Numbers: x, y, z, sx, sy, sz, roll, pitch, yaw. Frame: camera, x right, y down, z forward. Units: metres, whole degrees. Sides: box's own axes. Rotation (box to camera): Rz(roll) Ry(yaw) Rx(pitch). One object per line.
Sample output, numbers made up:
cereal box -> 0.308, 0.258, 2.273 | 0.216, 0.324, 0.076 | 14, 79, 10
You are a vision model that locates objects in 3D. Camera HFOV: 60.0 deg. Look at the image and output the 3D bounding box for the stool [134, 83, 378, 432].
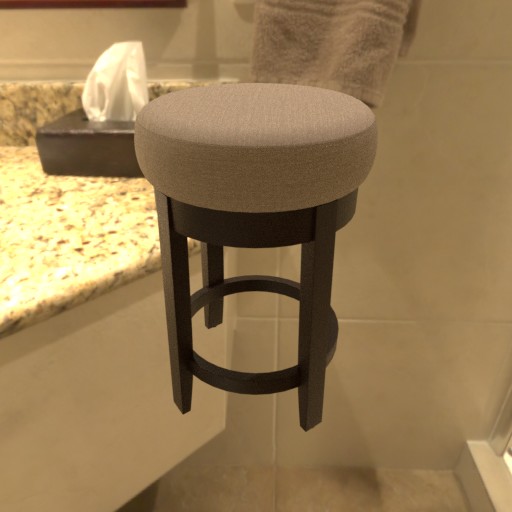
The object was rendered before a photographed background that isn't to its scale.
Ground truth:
stool -> 0.000, 0.000, 0.963 | 0.443, 0.672, 0.443 | 0, 31, 0
